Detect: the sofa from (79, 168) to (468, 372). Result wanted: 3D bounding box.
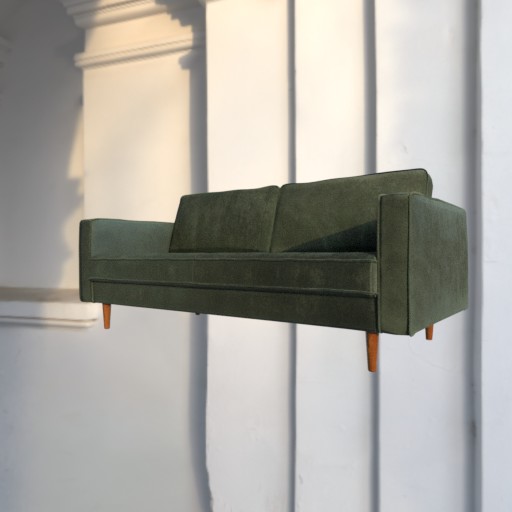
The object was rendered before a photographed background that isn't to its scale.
[{"bbox_3d":[0.000,0.000,2.217,1.816,0.781,0.886,0,0,36],"label":"sofa"}]
